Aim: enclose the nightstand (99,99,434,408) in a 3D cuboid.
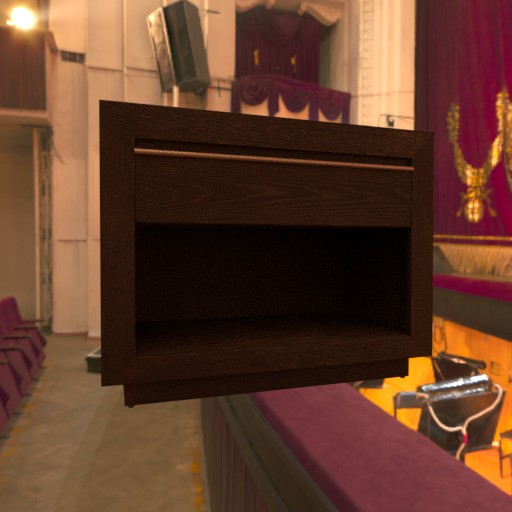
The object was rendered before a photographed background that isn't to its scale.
[{"bbox_3d":[0.000,0.000,1.183,0.775,0.612,0.457,0,1,-18],"label":"nightstand"}]
